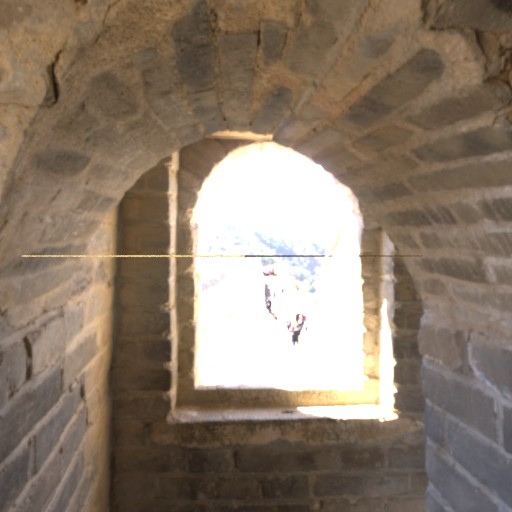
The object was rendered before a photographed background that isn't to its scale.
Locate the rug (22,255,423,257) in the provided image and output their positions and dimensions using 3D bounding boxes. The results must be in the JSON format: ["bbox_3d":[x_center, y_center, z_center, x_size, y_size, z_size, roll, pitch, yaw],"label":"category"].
[{"bbox_3d":[0.000,0.000,2.917,1.524,0.006,2.286,0,0,35],"label":"rug"}]
